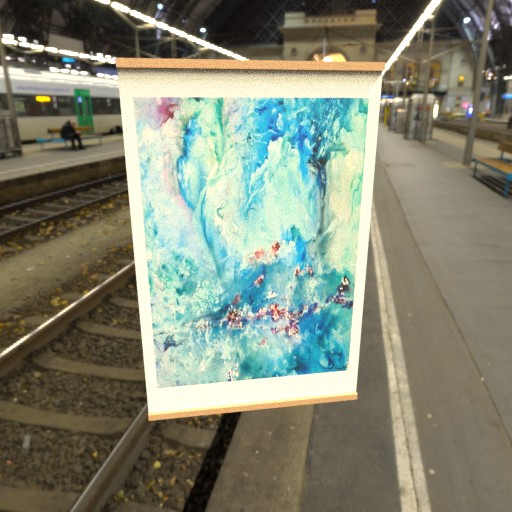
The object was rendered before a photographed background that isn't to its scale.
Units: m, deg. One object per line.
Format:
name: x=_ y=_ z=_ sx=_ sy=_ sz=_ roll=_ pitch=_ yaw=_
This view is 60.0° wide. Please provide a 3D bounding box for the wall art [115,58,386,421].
wall art: x=0.000 y=0.000 z=1.260 sx=0.669 sy=1.020 sz=0.027 roll=-3 pitch=19 yaw=-9
